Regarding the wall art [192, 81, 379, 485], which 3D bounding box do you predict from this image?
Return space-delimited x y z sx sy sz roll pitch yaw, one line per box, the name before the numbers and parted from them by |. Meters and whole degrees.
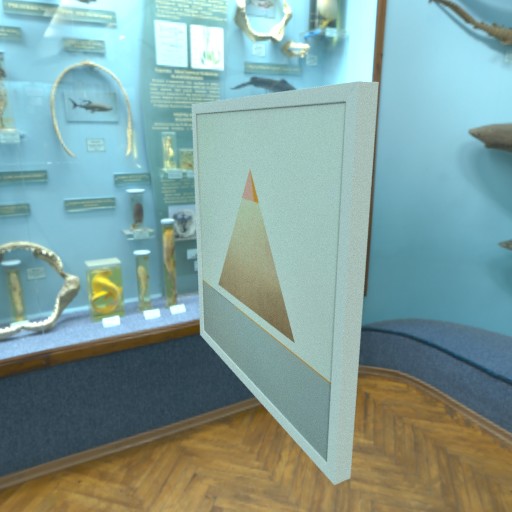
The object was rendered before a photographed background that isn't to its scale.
wall art | 0.000 0.000 1.128 0.041 0.765 0.768 -8 18 -26
